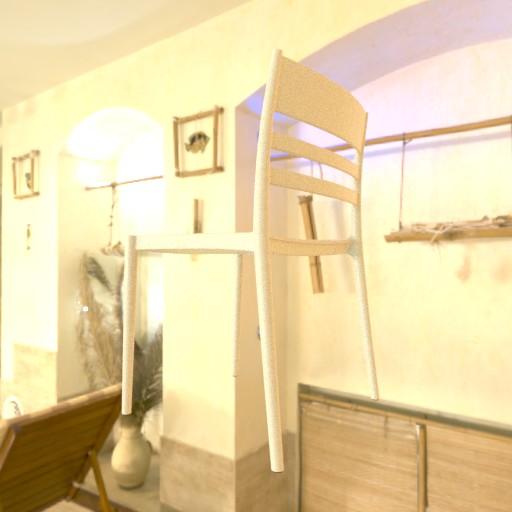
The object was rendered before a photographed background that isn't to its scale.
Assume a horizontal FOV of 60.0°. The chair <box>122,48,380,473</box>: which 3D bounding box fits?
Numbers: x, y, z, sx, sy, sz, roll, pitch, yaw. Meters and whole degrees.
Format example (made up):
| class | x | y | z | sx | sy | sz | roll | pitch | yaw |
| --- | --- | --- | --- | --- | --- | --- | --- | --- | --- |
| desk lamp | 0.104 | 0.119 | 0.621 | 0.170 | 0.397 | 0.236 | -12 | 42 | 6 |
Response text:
| class | x | y | z | sx | sy | sz | roll | pitch | yaw |
| --- | --- | --- | --- | --- | --- | --- | --- | --- | --- |
| chair | 0.000 | 0.000 | 1.164 | 0.511 | 0.800 | 0.531 | 0 | 0 | 35 |
